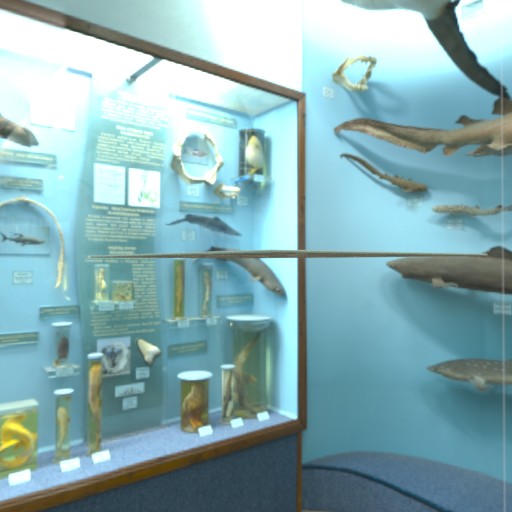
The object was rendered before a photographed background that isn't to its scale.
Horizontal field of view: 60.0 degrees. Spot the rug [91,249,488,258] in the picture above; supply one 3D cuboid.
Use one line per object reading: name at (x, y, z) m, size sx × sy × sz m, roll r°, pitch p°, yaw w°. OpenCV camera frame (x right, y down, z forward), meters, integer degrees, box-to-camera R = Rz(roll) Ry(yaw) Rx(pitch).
rug at (0.000, 0.000, 2.940) m, size 1.526 × 0.014 × 2.290 m, roll 1°, pitch -1°, yaw -36°
